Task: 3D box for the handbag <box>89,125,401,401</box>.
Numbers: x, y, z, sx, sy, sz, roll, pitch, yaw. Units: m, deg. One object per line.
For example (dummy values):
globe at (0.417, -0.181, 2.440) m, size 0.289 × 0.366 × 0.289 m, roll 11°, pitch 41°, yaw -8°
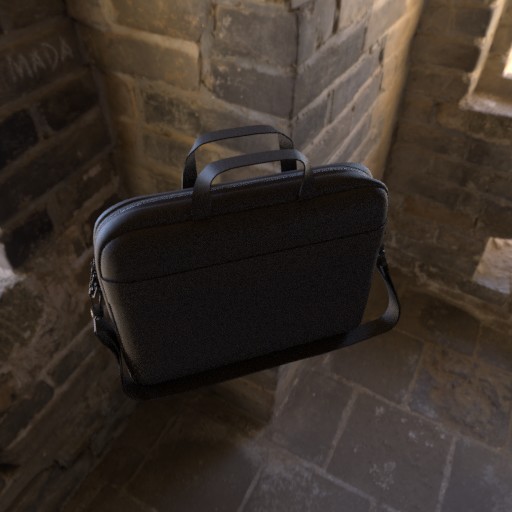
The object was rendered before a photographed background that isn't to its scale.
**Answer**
handbag at (0.000, 0.000, 0.576) m, size 0.429 × 0.330 × 0.126 m, roll -12°, pitch 42°, yaw -14°
